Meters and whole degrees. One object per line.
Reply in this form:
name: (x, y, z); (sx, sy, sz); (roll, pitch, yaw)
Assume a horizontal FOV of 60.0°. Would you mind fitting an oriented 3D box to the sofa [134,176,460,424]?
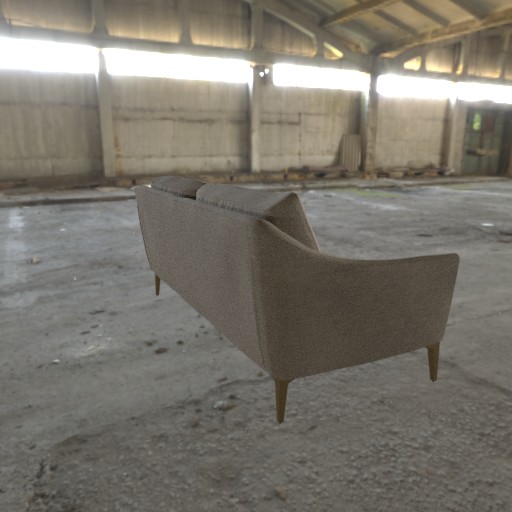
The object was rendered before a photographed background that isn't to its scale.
sofa: (0.000, 0.000, 2.617); (0.980, 0.913, 2.036); (-7, 15, -27)
